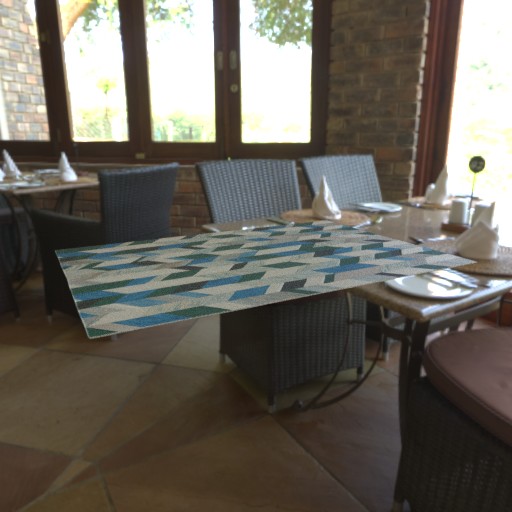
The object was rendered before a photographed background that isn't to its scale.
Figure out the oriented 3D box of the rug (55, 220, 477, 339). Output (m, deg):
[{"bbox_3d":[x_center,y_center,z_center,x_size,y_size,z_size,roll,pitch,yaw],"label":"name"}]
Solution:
[{"bbox_3d":[0.000,0.000,2.300,1.827,0.005,1.229,-8,17,-27],"label":"rug"}]
